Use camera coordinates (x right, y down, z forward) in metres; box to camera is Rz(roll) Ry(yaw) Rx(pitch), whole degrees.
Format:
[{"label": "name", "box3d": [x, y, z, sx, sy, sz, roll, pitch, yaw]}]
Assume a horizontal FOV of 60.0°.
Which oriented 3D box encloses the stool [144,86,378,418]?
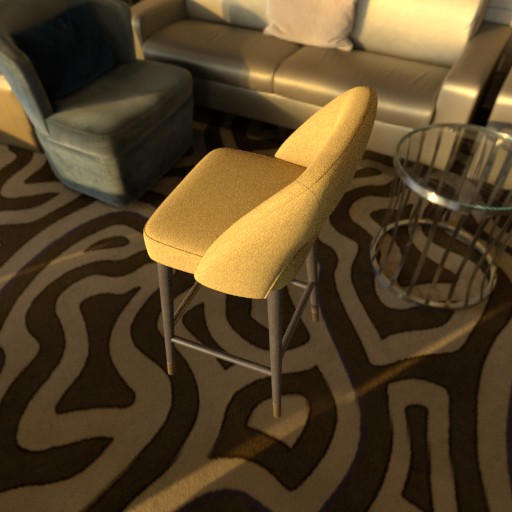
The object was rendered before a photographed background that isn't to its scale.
[{"label": "stool", "box3d": [0.000, 0.000, 1.353, 0.522, 1.032, 0.536, 17, 49, 16]}]
